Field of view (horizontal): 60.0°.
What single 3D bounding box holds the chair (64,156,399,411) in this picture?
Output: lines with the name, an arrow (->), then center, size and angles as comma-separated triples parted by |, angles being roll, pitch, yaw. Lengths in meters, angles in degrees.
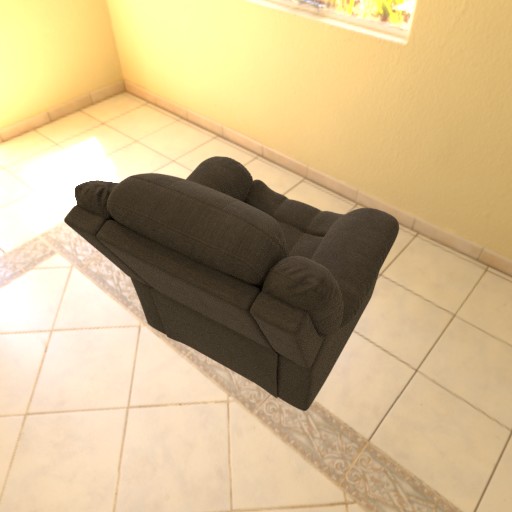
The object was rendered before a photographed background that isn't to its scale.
chair -> 0.000, 0.000, 1.724 | 0.899, 1.008, 0.944 | 24, 50, 21
